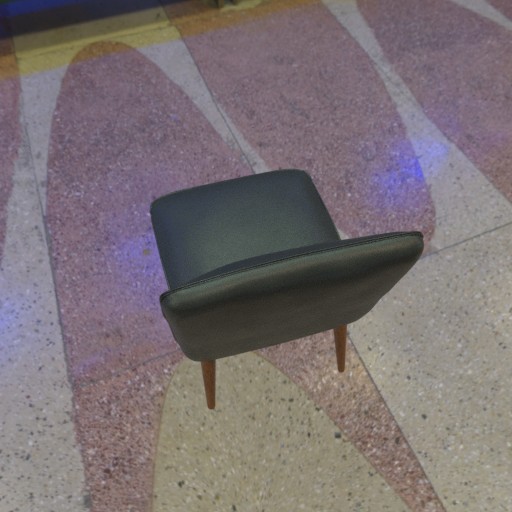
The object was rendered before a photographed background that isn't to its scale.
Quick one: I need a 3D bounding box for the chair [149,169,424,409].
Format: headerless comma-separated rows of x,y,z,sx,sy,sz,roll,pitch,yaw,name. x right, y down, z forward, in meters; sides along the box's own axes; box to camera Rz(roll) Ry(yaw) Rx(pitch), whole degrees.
0.000,0.000,1.231,0.543,0.801,0.645,-17,59,-11,chair
